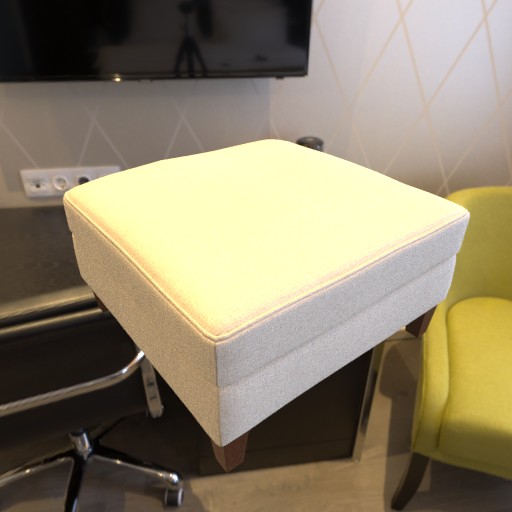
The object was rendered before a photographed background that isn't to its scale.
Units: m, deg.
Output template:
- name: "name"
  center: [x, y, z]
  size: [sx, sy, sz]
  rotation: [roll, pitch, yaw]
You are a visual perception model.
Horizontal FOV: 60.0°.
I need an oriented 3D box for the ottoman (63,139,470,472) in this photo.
- name: "ottoman"
  center: [0.000, 0.000, 1.327]
  size: [0.838, 0.478, 0.838]
  rotation: [-22, 38, -32]
